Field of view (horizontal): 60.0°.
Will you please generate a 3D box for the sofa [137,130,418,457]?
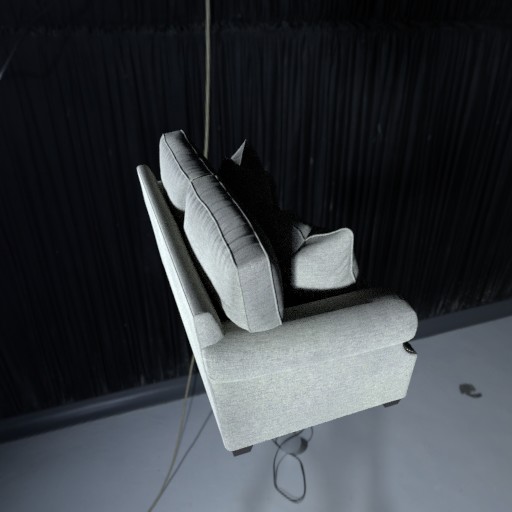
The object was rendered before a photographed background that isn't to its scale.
[{"bbox_3d":[0.000,0.000,2.309,0.966,0.966,1.701,-10,32,-17],"label":"sofa"}]
